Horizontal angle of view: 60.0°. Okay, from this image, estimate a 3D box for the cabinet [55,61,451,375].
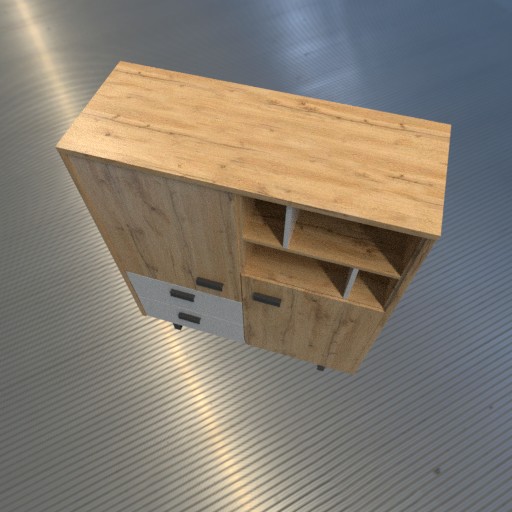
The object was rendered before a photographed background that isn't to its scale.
[{"bbox_3d":[0.000,0.000,1.983,1.168,1.397,0.473,14,59,9],"label":"cabinet"}]
